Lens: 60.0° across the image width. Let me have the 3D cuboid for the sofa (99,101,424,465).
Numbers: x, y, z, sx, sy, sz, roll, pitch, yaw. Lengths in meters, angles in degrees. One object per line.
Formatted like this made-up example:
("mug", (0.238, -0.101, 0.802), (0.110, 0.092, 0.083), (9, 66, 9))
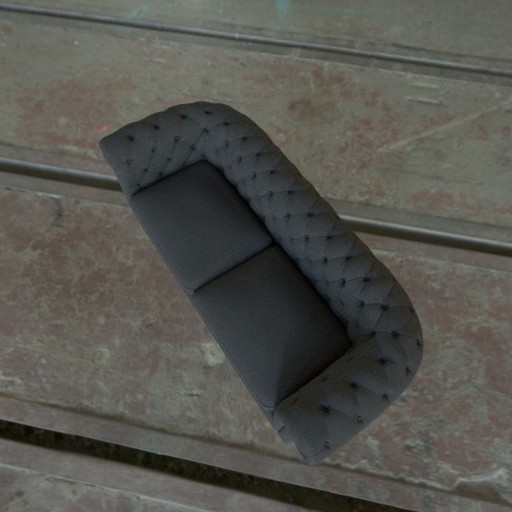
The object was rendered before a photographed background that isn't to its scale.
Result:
("sofa", (0.000, 0.000, 2.857), (0.991, 0.762, 2.362), (-31, 67, -15))
